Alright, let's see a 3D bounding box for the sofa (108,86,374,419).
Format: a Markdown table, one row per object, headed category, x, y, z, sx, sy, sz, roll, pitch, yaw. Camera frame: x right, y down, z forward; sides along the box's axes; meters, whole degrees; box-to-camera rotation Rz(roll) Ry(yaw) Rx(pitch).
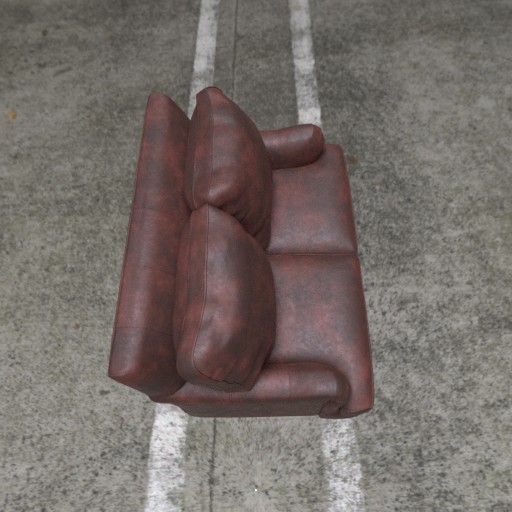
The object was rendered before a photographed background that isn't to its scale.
| category | x | y | z | sx | sy | sz | roll | pitch | yaw |
| --- | --- | --- | --- | --- | --- | --- | --- | --- | --- |
| sofa | 0.000 | 0.000 | 2.408 | 1.148 | 1.070 | 1.628 | 0 | 62 | 0 |
